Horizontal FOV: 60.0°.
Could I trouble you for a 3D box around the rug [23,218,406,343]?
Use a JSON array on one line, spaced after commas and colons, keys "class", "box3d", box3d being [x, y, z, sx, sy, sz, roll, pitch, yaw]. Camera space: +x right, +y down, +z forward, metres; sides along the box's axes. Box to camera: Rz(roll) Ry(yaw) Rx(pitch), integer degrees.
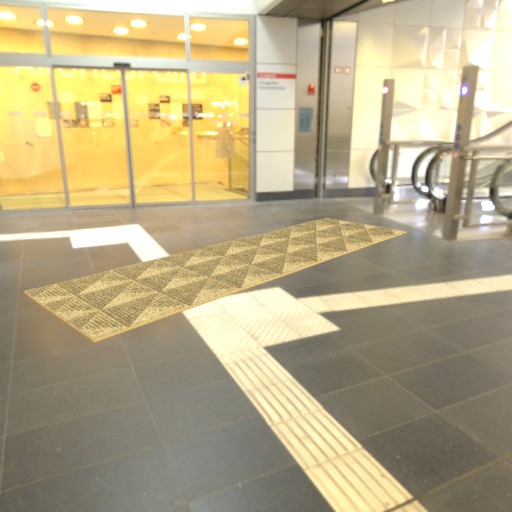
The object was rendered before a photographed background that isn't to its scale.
[{"class": "rug", "box3d": [0.000, 0.000, 2.415, 0.645, 0.015, 2.182, 16, 23, 43]}]
